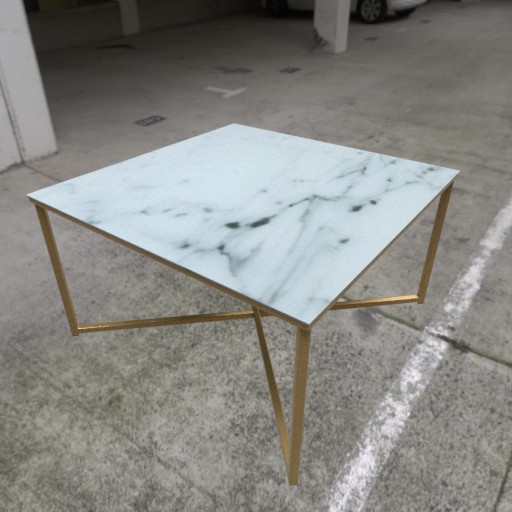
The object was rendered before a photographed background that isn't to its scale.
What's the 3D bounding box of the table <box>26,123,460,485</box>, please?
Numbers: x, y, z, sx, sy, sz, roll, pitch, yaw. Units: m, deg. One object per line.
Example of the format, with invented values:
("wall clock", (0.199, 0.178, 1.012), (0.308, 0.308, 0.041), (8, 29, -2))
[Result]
("table", (0.000, 0.000, 1.263), (0.800, 0.450, 0.800), (21, 38, 31))
